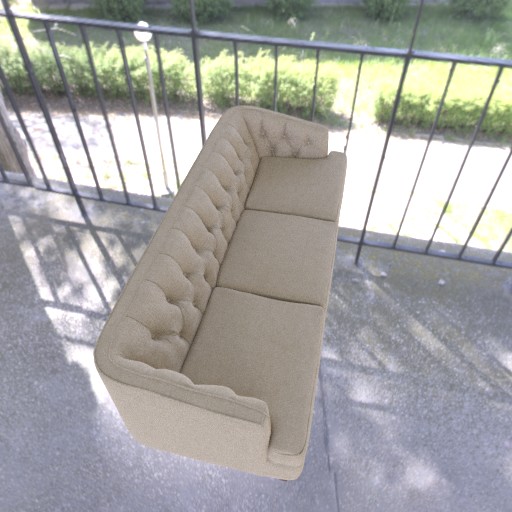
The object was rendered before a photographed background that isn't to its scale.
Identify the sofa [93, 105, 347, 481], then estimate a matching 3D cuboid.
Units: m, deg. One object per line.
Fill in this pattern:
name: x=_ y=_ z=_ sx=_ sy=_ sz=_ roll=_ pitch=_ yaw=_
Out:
sofa: x=0.000 y=0.000 z=2.623 sx=0.913 sy=0.788 sz=2.235 roll=9 pitch=47 yaw=9
